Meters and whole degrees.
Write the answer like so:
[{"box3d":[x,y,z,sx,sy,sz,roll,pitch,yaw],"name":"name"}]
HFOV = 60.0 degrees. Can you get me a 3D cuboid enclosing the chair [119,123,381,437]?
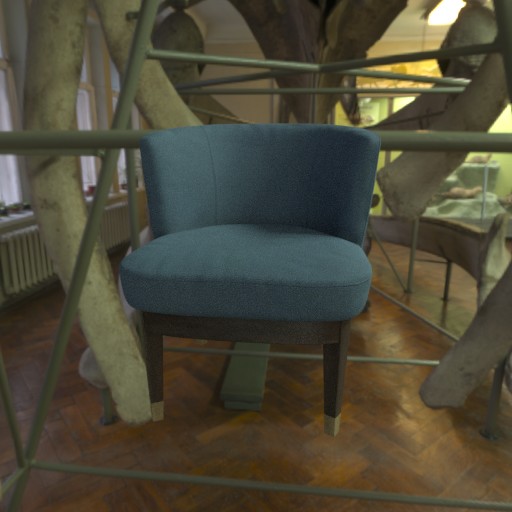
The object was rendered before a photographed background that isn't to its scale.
[{"box3d":[0.000,0.000,1.285,0.661,0.760,0.702,2,15,8],"name":"chair"}]
